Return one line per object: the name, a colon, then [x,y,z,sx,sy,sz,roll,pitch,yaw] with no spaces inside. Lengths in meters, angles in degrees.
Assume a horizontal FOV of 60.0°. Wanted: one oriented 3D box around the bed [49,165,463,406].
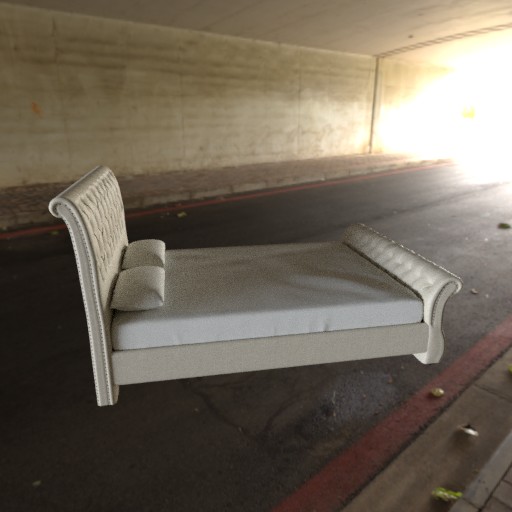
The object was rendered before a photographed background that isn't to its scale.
bed: [0.000,0.000,3.431,2.493,1.268,1.606,-3,18,-10]
